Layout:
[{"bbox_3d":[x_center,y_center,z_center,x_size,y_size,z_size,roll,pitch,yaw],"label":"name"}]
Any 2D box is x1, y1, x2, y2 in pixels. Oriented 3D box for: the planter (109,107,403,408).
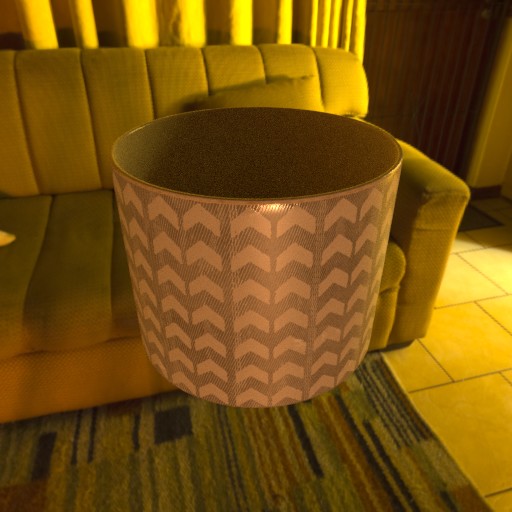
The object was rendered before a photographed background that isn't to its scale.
[{"bbox_3d":[0.000,0.000,0.453,0.250,0.239,0.250,0,32,0],"label":"planter"}]
